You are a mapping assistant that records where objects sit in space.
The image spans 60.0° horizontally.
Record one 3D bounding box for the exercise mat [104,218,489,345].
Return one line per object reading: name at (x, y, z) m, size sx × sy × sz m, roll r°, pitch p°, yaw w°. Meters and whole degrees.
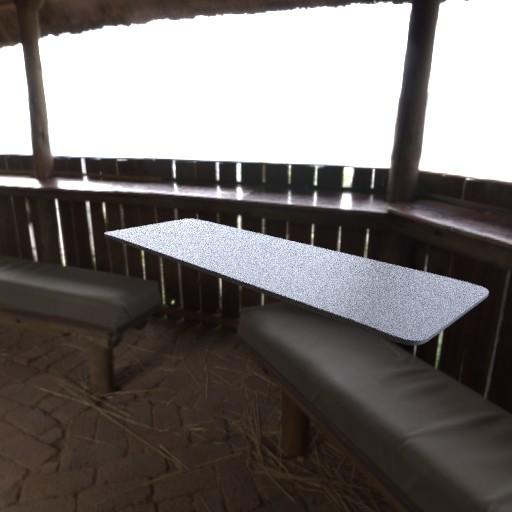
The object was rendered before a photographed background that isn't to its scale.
exercise mat at (0.000, 0.000, 2.067) m, size 0.616 × 0.021 × 1.884 m, roll -15°, pitch 22°, yaw -42°
